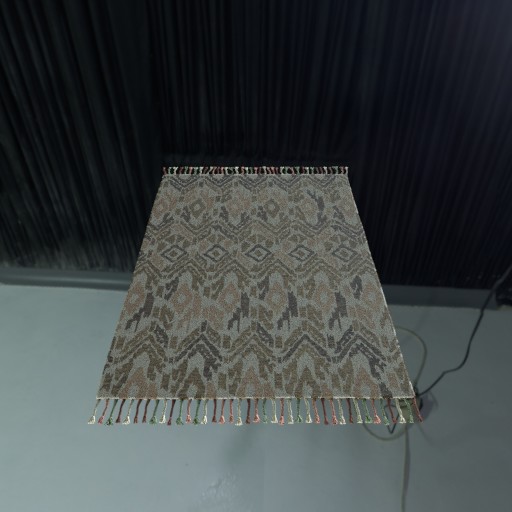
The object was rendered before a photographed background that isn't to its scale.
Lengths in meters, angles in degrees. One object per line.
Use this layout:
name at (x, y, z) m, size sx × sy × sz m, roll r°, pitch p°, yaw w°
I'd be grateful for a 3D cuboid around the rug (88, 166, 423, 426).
rug at (0.000, 0.000, 2.248) m, size 1.219 × 0.008 × 1.829 m, roll 0°, pitch 40°, yaw 0°
